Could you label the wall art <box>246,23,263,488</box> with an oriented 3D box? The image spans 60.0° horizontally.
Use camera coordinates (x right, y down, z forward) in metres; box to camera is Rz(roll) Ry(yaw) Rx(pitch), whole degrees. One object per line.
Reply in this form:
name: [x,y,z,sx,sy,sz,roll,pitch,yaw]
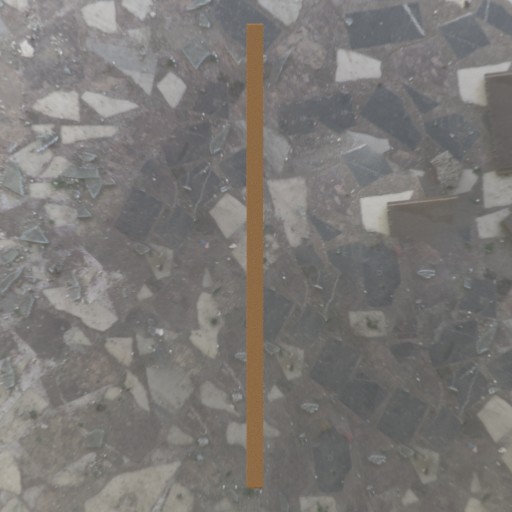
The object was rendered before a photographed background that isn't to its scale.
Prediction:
wall art: [0.000,0.000,1.177,0.033,0.608,0.915,0,90,0]
